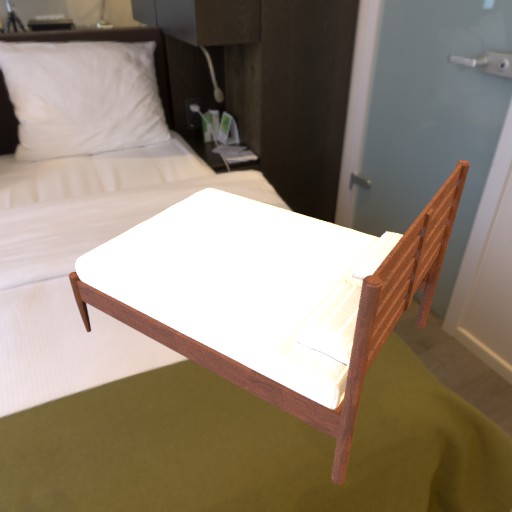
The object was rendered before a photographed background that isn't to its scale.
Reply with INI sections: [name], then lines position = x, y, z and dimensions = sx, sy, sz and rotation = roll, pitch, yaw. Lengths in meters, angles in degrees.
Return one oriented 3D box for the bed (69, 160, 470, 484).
[bed]
position = 0.000, 0.000, 2.973
dimensions = 2.093, 1.304, 1.509
rotation = 20, 38, 28
